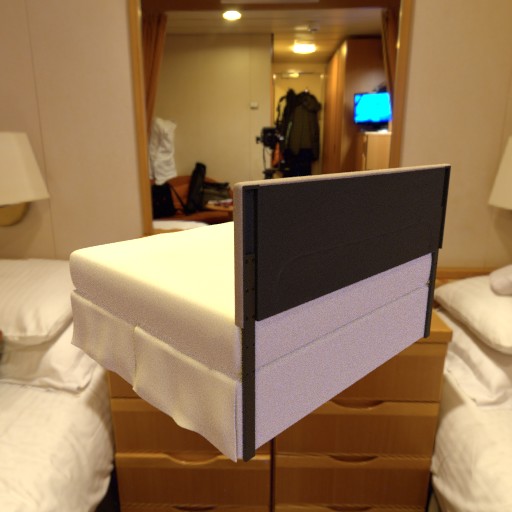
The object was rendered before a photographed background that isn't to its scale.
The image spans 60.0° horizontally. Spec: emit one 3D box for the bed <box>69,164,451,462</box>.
[{"bbox_3d":[0.000,0.000,3.312,2.170,1.346,1.914,-14,20,-43],"label":"bed"}]
